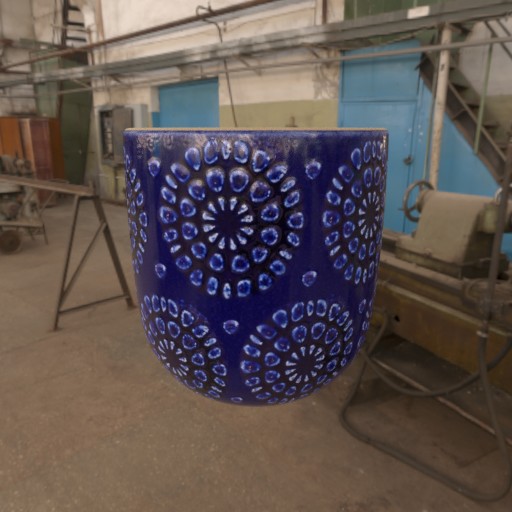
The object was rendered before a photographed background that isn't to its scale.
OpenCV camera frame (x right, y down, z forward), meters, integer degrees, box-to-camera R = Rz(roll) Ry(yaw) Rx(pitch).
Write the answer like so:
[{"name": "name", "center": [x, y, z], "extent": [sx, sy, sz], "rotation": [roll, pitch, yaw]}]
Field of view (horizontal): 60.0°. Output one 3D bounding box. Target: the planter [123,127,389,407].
[{"name": "planter", "center": [0.000, 0.000, 0.202], "extent": [0.109, 0.112, 0.109], "rotation": [0, 16, 0]}]
